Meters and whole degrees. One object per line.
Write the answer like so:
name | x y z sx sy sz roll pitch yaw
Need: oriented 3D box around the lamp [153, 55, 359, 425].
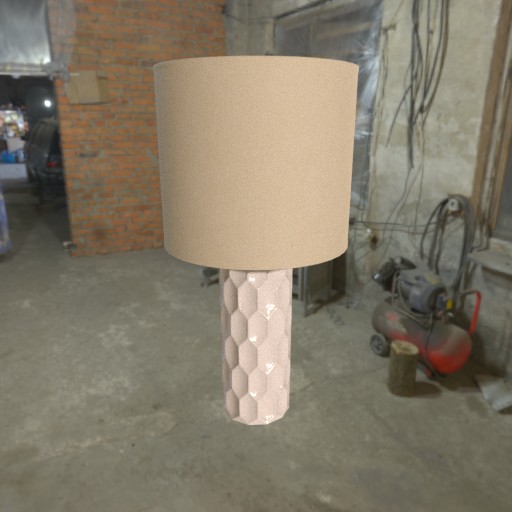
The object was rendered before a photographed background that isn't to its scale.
lamp | 0.000 0.000 0.688 0.277 0.537 0.277 8 19 25
